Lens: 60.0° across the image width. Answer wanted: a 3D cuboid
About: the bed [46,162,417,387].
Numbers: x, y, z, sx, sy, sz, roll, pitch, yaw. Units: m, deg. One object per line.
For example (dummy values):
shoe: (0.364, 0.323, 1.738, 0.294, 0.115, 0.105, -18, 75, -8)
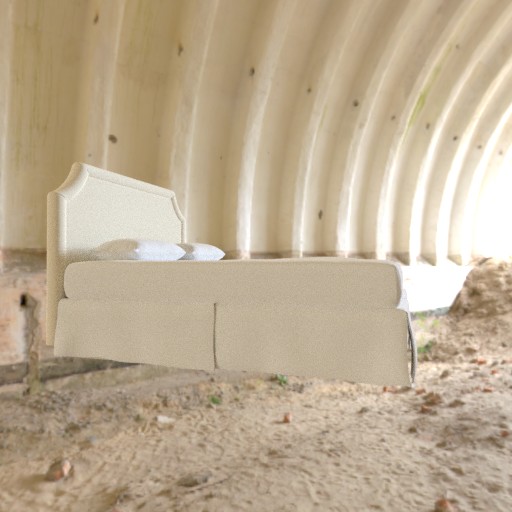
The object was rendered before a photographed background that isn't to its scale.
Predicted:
bed: (0.000, 0.000, 4.104, 2.773, 1.590, 2.350, 0, -1, 18)
